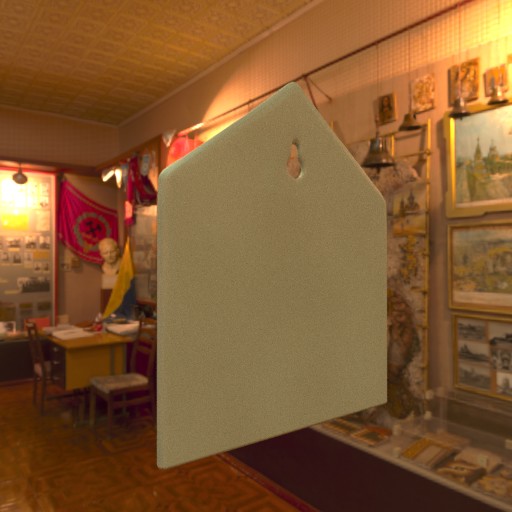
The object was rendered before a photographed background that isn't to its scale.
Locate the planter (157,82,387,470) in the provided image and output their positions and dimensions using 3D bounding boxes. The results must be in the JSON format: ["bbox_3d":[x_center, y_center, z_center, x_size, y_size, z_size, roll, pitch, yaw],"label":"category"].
[{"bbox_3d":[0.000,0.000,0.282,0.164,0.197,0.079,0,0,-36],"label":"planter"}]
